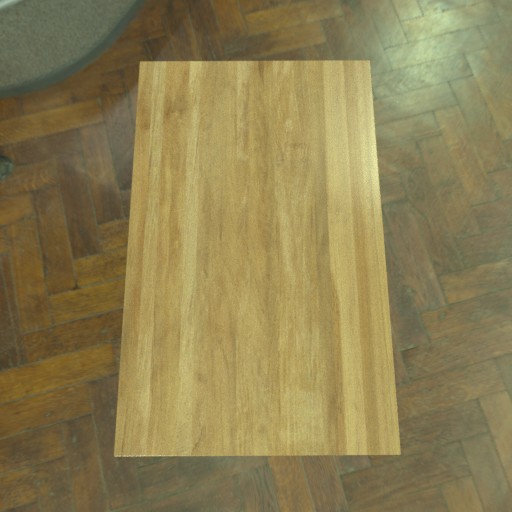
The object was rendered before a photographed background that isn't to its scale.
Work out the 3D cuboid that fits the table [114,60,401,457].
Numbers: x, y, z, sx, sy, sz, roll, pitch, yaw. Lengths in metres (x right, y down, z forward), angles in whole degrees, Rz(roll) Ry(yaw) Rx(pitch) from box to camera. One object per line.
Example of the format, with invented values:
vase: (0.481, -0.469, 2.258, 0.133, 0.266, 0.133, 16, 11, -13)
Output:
table: (0.000, 0.000, 1.413, 0.692, 0.441, 1.100, 0, 76, 0)
